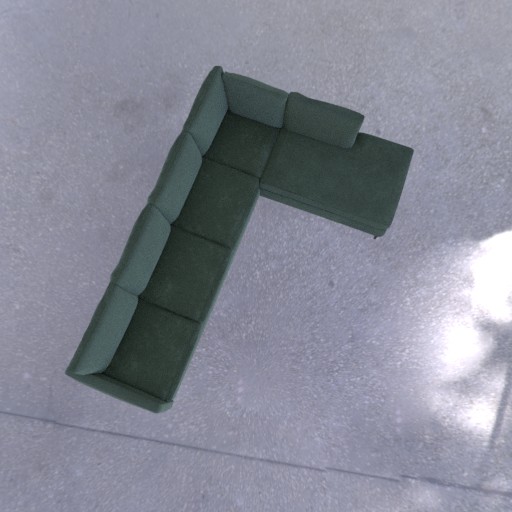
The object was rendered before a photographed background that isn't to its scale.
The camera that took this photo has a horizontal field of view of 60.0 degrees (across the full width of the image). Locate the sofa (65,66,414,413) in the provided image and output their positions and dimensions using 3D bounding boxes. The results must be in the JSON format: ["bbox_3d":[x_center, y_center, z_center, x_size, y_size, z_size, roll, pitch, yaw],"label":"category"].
[{"bbox_3d":[0.000,0.000,3.206,1.707,0.687,2.486,20,76,5],"label":"sofa"}]
